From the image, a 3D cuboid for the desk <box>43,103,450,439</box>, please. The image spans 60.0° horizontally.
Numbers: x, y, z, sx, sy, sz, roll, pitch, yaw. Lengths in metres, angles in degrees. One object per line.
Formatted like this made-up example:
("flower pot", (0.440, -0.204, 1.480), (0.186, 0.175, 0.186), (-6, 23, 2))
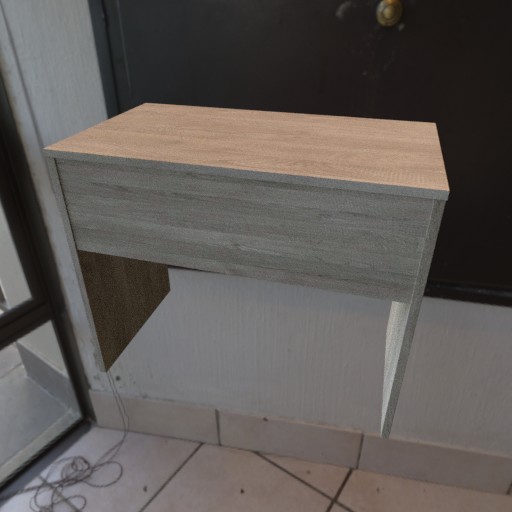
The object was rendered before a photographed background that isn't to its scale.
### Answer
("desk", (0.000, 0.000, 1.320), (0.893, 0.724, 0.498), (9, 32, 14))
